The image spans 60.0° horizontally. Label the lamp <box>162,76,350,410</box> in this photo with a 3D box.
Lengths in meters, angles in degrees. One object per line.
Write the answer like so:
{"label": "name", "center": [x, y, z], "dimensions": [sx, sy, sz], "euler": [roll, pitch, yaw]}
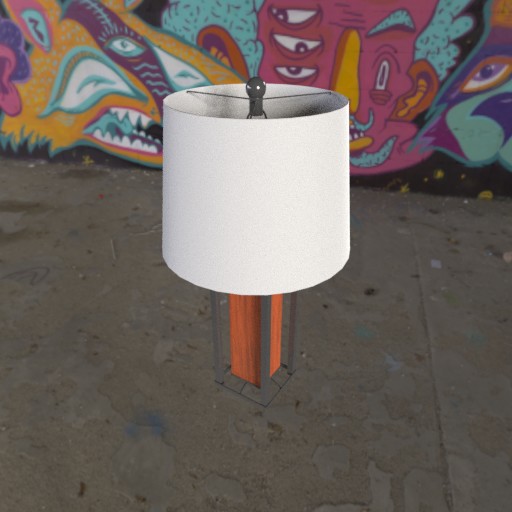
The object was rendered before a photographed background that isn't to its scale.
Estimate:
{"label": "lamp", "center": [0.000, 0.000, 0.780], "dimensions": [0.320, 0.591, 0.320], "euler": [0, 30, 0]}
